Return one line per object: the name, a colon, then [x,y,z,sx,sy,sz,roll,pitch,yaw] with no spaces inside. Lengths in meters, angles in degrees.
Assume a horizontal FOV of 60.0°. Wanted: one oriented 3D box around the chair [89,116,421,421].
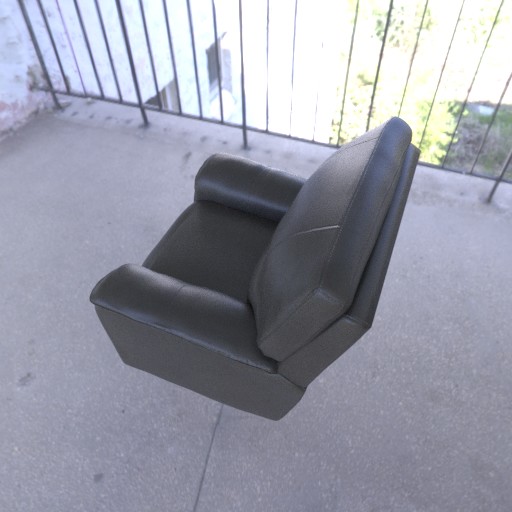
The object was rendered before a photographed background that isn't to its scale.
chair: [0.000,0.000,1.954,1.087,1.109,1.096,17,48,15]
